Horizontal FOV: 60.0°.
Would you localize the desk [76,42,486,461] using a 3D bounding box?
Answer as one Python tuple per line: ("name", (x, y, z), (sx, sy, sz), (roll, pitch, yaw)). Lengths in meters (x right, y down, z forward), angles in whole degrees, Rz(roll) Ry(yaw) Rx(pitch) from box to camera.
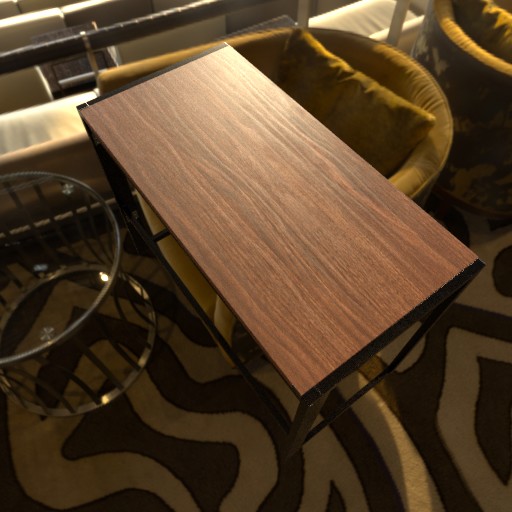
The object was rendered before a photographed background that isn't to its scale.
("desk", (0.000, 0.000, 1.427), (0.508, 0.762, 1.016), (-32, 64, -18))
